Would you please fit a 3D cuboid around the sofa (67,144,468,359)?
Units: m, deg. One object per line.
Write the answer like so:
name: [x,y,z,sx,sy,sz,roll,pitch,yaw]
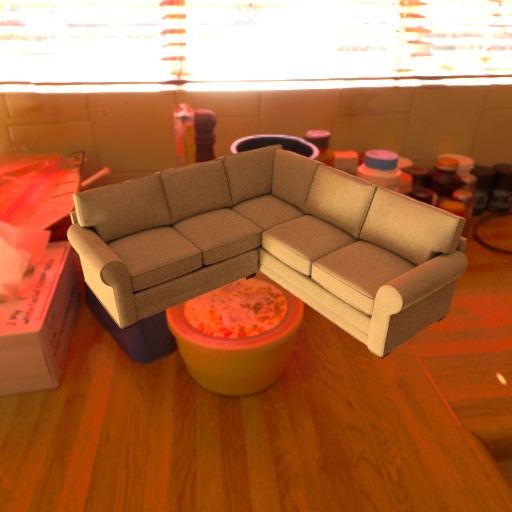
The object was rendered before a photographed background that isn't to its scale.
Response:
sofa: [0.000,0.000,3.867,2.487,1.053,2.562,-21,36,-31]
